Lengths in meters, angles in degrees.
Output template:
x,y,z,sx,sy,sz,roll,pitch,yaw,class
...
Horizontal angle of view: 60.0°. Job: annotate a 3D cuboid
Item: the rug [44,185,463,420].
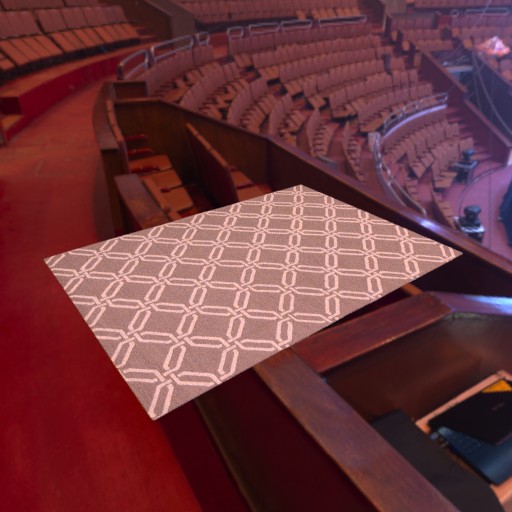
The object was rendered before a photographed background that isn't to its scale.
x,y,z,sx,sy,sz,roll,pitch,yaw,class
0.000,0.000,4.417,3.419,0.020,2.441,-21,36,-32,rug
